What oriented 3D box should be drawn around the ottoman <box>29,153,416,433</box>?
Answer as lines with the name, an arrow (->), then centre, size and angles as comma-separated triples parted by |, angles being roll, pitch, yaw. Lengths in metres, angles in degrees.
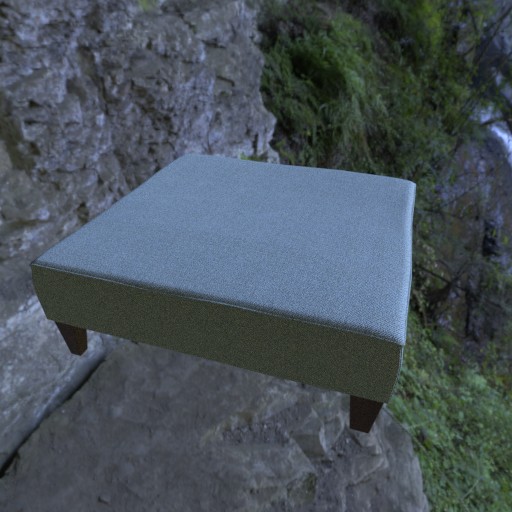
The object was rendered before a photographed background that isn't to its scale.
ottoman -> 0.000, 0.000, 1.542 | 1.004, 0.379, 0.968 | 10, 33, 16
